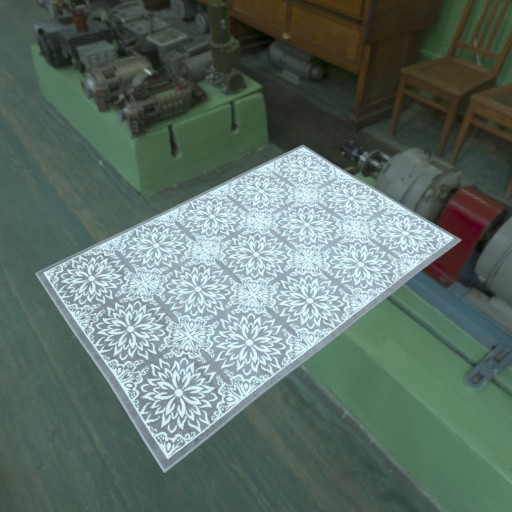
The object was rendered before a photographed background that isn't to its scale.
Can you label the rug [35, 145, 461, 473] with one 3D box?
[{"bbox_3d":[0.000,0.000,3.406,2.746,0.018,1.819,-31,53,-26],"label":"rug"}]
